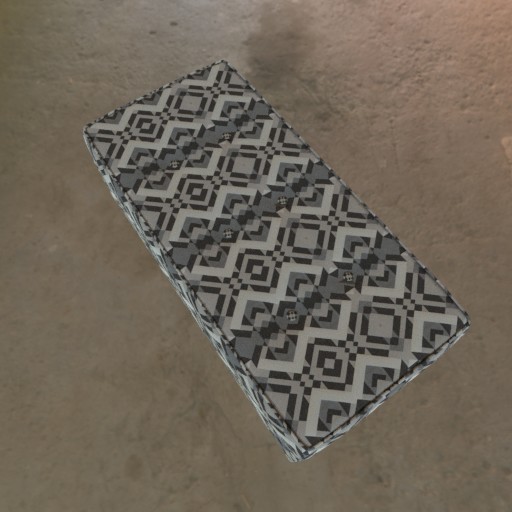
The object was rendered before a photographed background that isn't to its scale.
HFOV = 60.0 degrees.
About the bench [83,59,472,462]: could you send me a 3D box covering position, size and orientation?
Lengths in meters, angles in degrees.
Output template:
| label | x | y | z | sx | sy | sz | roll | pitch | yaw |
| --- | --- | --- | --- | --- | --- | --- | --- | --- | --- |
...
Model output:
| label | x | y | z | sx | sy | sz | roll | pitch | yaw |
| --- | --- | --- | --- | --- | --- | --- | --- | --- | --- |
| bench | 0.000 | 0.000 | 1.285 | 0.492 | 0.477 | 1.016 | -32 | 68 | -15 |
